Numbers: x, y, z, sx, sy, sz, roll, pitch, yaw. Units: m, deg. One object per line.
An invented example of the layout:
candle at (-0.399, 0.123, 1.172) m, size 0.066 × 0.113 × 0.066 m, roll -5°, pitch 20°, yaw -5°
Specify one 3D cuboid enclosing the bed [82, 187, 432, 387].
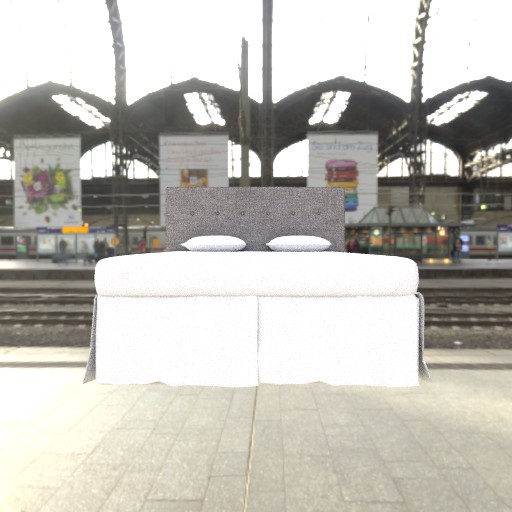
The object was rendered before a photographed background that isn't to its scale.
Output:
bed at (0.000, 0.000, 2.987) m, size 1.621 × 1.168 × 1.958 m, roll 0°, pitch 1°, yaw 0°
